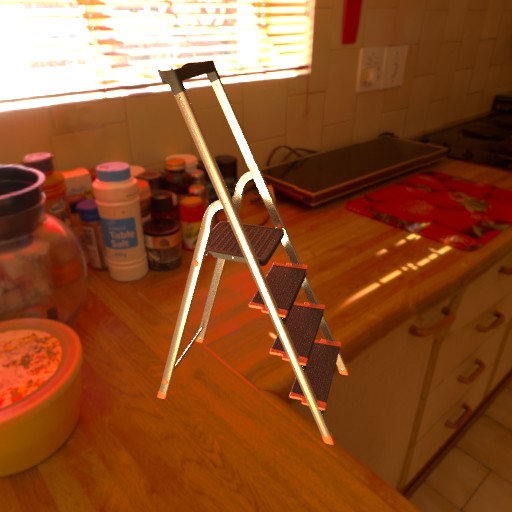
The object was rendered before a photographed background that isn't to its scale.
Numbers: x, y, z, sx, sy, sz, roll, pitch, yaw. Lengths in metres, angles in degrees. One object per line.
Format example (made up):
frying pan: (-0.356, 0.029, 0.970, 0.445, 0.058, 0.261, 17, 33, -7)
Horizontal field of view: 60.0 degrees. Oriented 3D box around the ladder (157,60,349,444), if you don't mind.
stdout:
ladder: (0.000, 0.000, 1.806, 0.834, 1.429, 0.452, 9, 30, 16)
